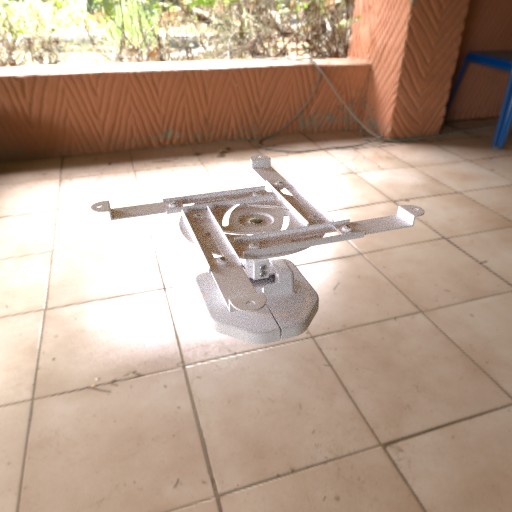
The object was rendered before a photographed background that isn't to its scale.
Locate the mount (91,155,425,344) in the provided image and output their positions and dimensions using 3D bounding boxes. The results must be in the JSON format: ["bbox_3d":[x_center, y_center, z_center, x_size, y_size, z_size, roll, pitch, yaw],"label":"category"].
[{"bbox_3d":[0.000,0.000,0.594,0.394,0.141,0.394,-10,32,-16],"label":"mount"}]
